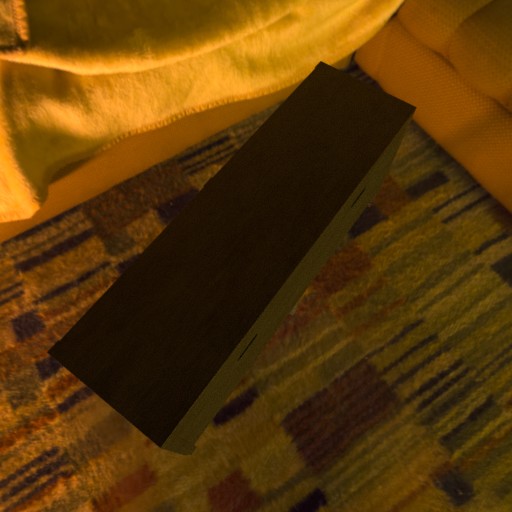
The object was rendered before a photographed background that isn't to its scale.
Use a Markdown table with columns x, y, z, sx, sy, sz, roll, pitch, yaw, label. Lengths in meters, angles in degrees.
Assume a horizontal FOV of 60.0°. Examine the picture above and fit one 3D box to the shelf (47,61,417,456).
| x | y | z | sx | sy | sz | roll | pitch | yaw | label |
| --- | --- | --- | --- | --- | --- | --- | --- | --- | --- |
| 0.000 | 0.000 | 1.906 | 0.479 | 0.719 | 1.575 | 33 | 68 | 15 | shelf |
